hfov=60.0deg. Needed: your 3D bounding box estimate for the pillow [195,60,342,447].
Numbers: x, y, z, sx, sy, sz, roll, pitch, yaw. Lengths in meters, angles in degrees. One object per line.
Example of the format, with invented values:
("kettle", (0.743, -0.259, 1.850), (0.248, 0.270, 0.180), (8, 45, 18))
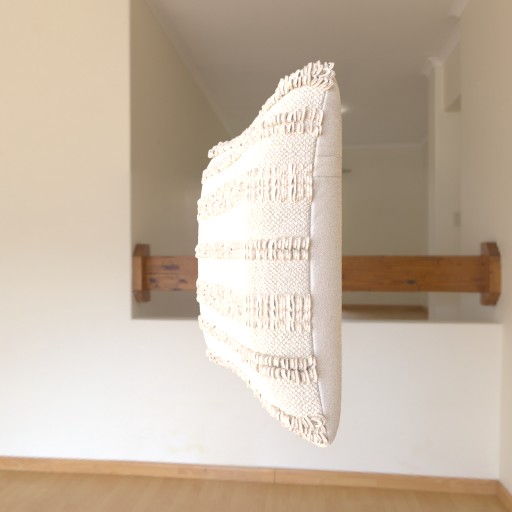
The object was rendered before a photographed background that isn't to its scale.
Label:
("pillow", (0.000, 0.000, 0.665), (0.145, 0.427, 0.437), (0, 0, -19))
